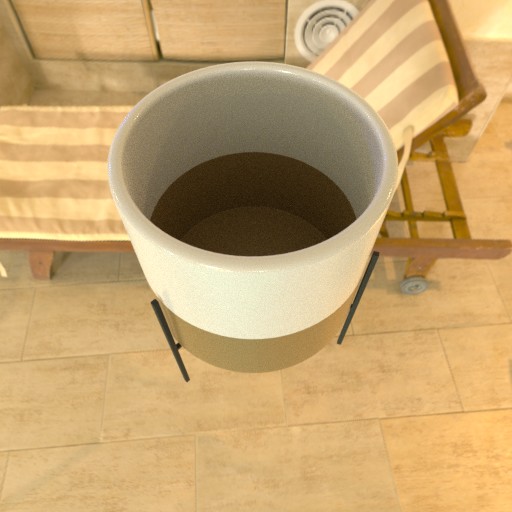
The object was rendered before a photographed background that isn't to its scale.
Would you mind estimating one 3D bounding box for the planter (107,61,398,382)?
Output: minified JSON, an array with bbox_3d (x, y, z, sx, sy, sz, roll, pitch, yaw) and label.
[{"bbox_3d":[0.000,0.000,0.642,0.310,0.432,0.310,1,57,1],"label":"planter"}]
